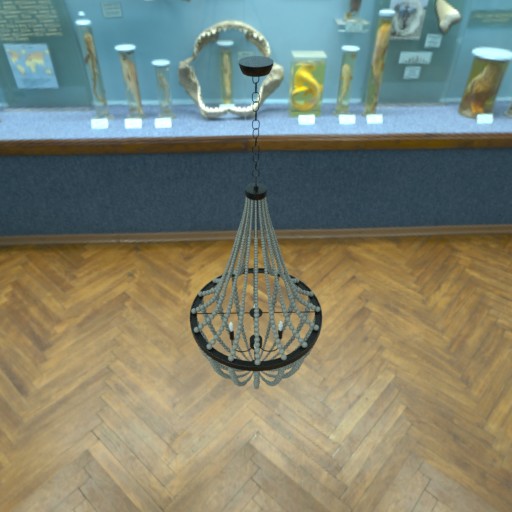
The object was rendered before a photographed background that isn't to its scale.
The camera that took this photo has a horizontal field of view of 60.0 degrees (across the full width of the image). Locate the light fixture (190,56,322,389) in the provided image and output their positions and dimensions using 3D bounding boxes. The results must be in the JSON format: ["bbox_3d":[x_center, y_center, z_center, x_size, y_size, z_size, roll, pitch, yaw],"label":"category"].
[{"bbox_3d":[0.000,0.000,1.350,0.450,1.133,0.450,0,40,0],"label":"light fixture"}]
